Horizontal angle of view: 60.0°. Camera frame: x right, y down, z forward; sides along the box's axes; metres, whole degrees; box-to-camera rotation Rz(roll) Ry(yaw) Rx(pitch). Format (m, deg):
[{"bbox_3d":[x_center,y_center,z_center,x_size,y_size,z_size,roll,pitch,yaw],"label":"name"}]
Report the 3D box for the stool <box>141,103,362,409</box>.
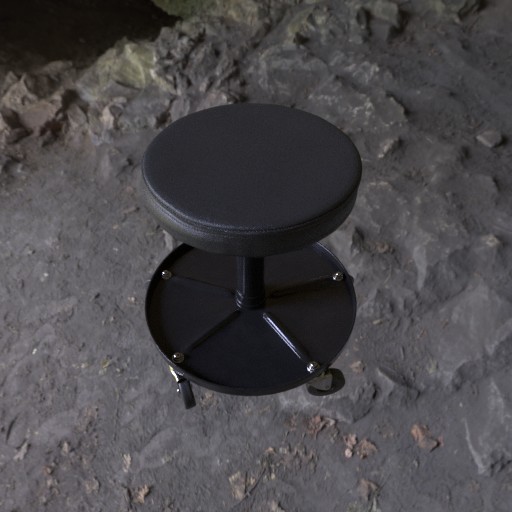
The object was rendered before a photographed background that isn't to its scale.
[{"bbox_3d":[0.000,0.000,0.674,0.382,0.365,0.381,-31,54,-27],"label":"stool"}]
